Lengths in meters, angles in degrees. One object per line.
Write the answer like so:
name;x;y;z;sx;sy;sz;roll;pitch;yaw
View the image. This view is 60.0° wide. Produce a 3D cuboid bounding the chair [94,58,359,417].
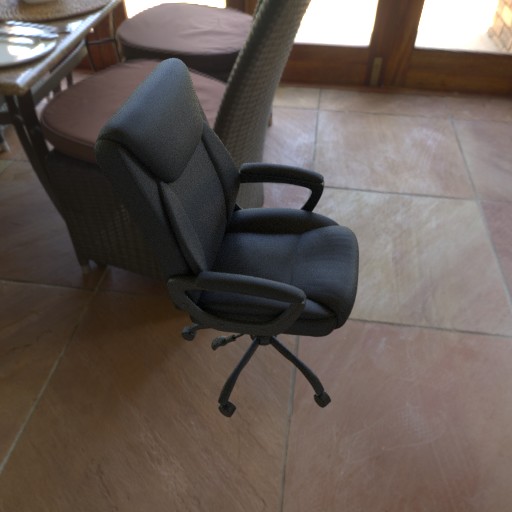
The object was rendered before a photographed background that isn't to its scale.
chair;0.000;0.000;1.423;0.655;1.072;0.615;8;46;8
